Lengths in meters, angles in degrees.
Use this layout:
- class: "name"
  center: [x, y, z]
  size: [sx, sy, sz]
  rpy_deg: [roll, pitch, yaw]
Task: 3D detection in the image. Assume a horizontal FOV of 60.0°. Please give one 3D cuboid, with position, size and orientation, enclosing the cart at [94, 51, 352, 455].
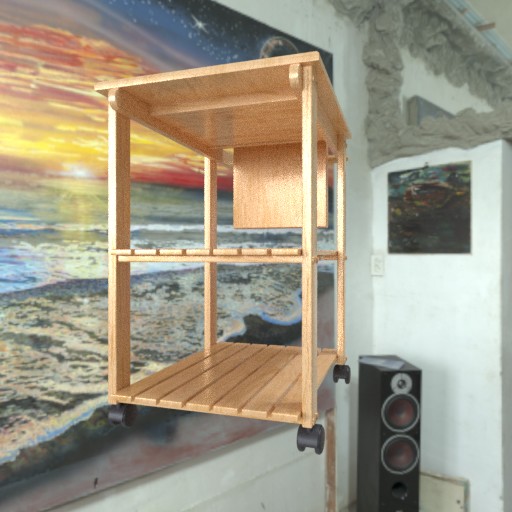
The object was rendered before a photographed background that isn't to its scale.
- class: "cart"
  center: [0.000, 0.000, 1.325]
  size: [0.520, 0.816, 0.843]
  rpy_deg: [0, 0, 18]
